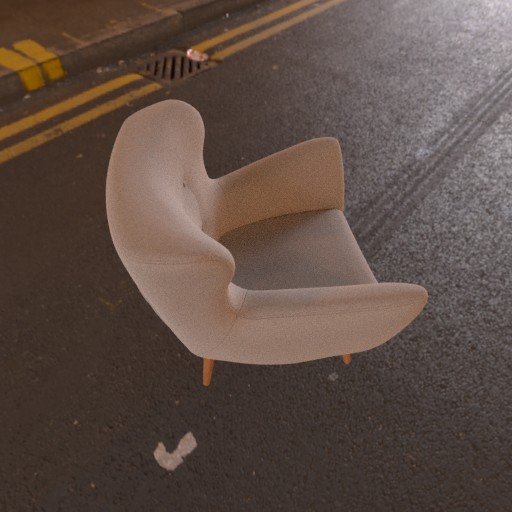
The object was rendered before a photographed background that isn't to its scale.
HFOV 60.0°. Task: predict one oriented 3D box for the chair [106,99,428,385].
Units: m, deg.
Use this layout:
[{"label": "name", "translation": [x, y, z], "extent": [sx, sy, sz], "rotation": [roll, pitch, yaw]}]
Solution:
[{"label": "chair", "translation": [0.000, 0.000, 1.621], "extent": [0.889, 0.889, 0.890], "rotation": [-8, 47, -8]}]
